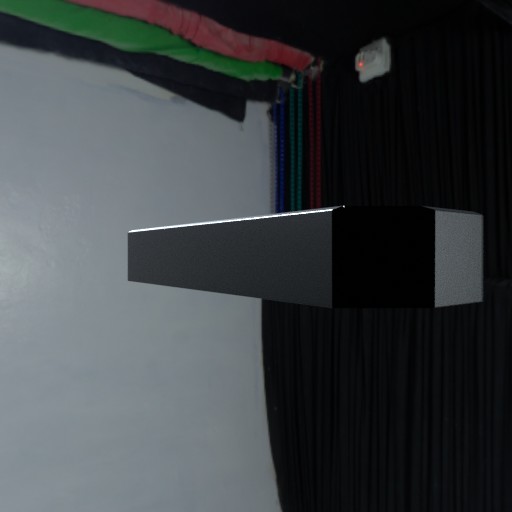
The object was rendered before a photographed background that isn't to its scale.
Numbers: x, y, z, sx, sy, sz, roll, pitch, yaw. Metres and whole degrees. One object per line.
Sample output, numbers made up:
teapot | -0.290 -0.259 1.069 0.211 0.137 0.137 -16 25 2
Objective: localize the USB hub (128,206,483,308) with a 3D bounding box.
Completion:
USB hub | 0.000 0.000 0.160 0.044 0.023 0.145 0 0 -37
